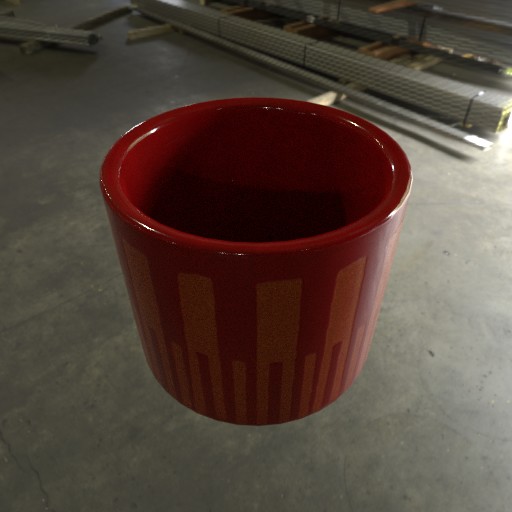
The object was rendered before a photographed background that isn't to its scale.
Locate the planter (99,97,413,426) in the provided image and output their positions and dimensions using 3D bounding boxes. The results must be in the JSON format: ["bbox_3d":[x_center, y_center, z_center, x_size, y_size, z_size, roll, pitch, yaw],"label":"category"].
[{"bbox_3d":[0.000,0.000,0.398,0.230,0.202,0.230,0,41,0],"label":"planter"}]
